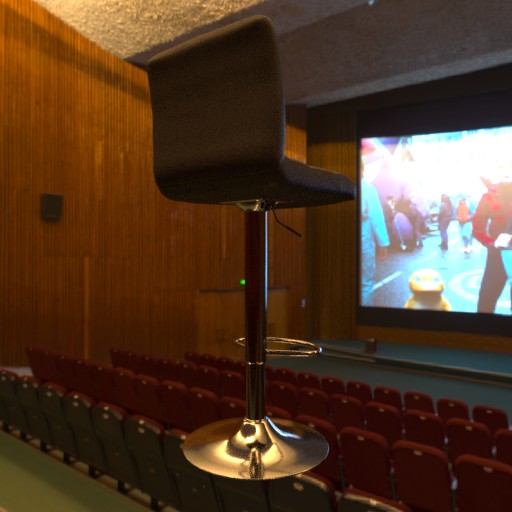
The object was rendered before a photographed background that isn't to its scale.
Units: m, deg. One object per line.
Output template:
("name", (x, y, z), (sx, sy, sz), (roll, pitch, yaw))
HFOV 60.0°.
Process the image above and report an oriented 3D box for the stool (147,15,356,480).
("stool", (0.000, 0.000, 1.306), (0.430, 1.115, 0.505), (0, 0, 36))
